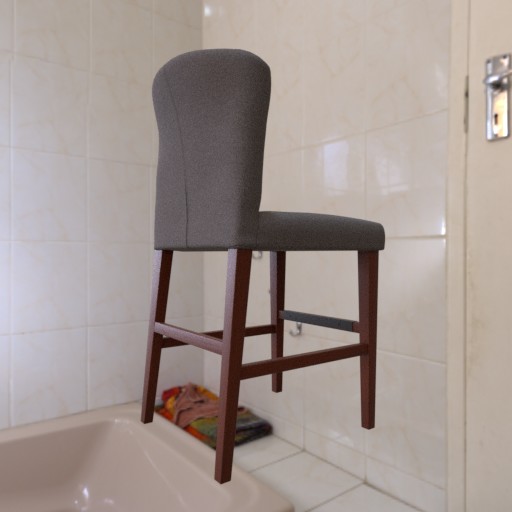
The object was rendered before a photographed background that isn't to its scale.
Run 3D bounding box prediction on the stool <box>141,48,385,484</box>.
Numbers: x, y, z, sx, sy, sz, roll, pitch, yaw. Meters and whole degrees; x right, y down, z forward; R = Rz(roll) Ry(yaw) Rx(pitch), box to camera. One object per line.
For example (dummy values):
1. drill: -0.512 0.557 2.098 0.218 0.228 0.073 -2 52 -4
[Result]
1. stool: 0.000 0.000 1.266 0.568 0.968 0.481 0 0 -36
